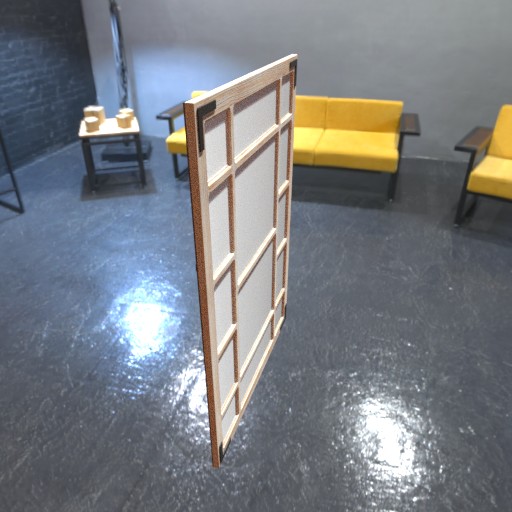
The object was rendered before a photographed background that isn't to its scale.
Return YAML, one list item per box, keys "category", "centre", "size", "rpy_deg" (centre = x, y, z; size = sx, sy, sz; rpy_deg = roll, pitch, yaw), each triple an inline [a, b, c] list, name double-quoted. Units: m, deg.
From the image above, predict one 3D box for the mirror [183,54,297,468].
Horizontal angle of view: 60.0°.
- category: "mirror"
  centre: [0.000, 0.000, 1.283]
  size: [0.025, 0.996, 0.705]
  rpy_deg: [10, 32, 16]
